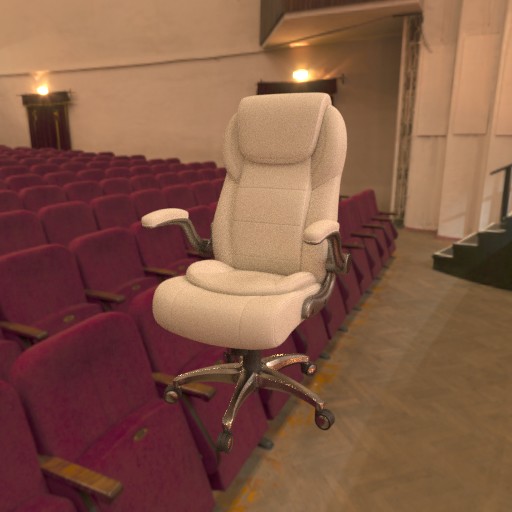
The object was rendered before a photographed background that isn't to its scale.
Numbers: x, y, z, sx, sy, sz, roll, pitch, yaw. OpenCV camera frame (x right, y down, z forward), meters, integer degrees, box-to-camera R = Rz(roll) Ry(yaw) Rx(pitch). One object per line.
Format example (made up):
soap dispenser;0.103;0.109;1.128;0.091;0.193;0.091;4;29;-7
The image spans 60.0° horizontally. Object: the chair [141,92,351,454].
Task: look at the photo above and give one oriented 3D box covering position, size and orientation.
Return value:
chair;0.000;0.000;1.836;0.755;1.330;0.806;7;16;24
